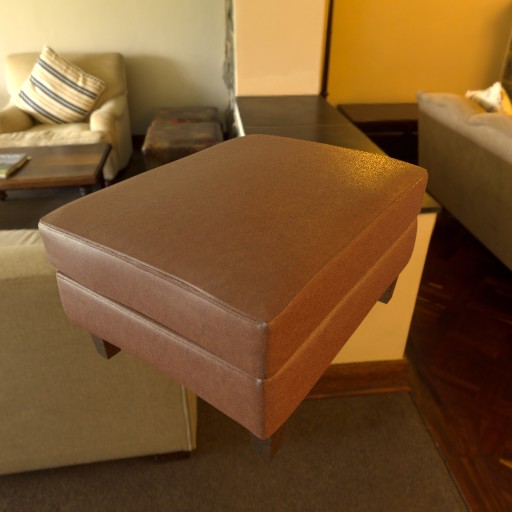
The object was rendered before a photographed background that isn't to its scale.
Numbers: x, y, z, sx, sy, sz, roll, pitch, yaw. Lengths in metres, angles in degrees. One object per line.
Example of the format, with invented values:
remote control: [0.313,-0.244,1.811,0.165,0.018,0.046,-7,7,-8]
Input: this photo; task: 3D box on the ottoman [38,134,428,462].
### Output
ottoman: [0.000,0.000,1.218,0.650,0.485,0.851,20,36,30]
